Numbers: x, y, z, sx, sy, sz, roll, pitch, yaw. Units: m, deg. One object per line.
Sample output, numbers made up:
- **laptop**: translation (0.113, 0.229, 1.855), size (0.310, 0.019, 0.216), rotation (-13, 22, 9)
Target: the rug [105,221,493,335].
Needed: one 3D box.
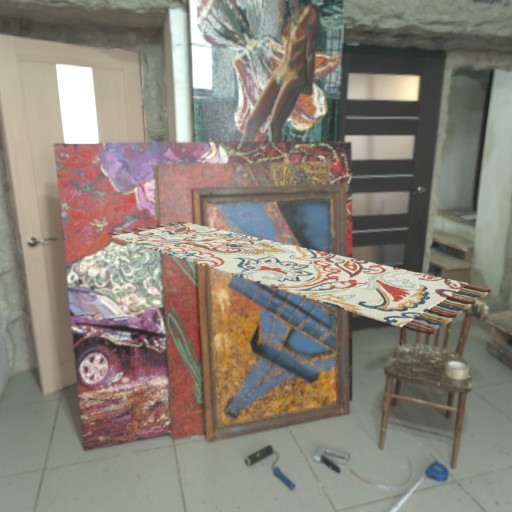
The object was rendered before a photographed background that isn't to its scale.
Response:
- **rug**: translation (0.000, 0.000, 2.932), size (2.682, 0.015, 0.763), rotation (14, 21, 42)
